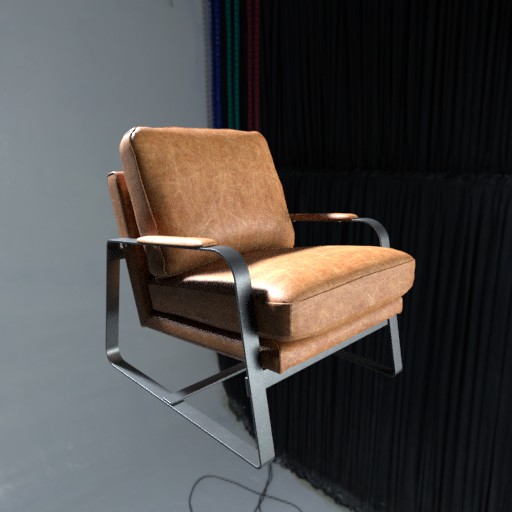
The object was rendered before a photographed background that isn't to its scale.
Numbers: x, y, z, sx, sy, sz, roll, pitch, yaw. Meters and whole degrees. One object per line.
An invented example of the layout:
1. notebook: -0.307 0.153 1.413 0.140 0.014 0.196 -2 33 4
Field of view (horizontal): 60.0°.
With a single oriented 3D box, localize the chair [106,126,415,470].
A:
1. chair: 0.000 0.000 1.369 0.651 0.777 0.801 -13 19 -43
